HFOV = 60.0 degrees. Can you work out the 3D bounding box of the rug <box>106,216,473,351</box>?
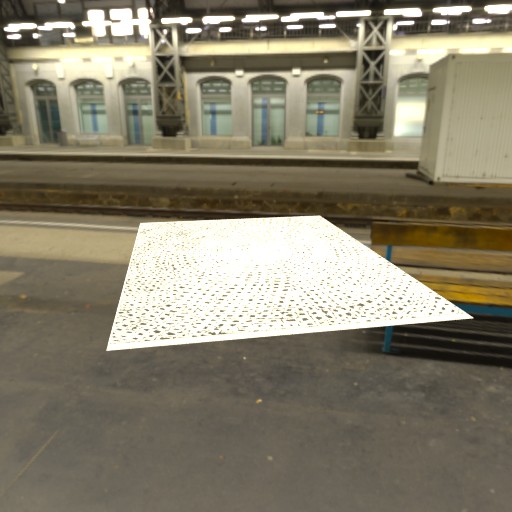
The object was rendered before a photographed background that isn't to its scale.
[{"bbox_3d":[0.000,0.000,2.158,1.190,0.003,1.634,-3,18,-10],"label":"rug"}]
